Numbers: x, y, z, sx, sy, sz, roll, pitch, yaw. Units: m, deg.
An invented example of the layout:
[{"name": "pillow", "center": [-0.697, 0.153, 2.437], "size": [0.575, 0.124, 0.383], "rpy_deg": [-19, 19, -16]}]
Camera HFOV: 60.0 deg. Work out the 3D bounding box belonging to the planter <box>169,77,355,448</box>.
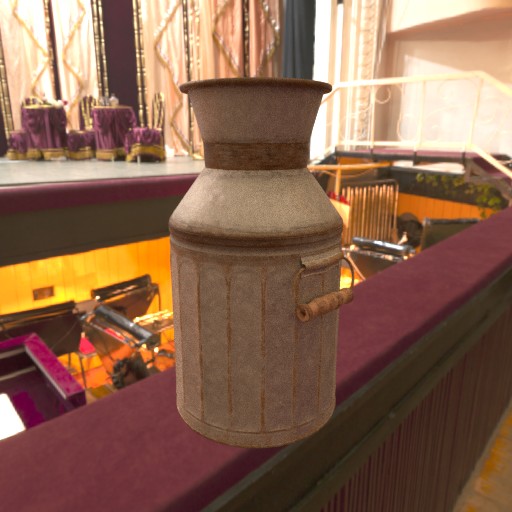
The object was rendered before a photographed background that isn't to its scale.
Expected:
[{"name": "planter", "center": [0.000, 0.000, 0.551], "size": [0.214, 0.396, 0.245], "rpy_deg": [-15, 21, -42]}]
